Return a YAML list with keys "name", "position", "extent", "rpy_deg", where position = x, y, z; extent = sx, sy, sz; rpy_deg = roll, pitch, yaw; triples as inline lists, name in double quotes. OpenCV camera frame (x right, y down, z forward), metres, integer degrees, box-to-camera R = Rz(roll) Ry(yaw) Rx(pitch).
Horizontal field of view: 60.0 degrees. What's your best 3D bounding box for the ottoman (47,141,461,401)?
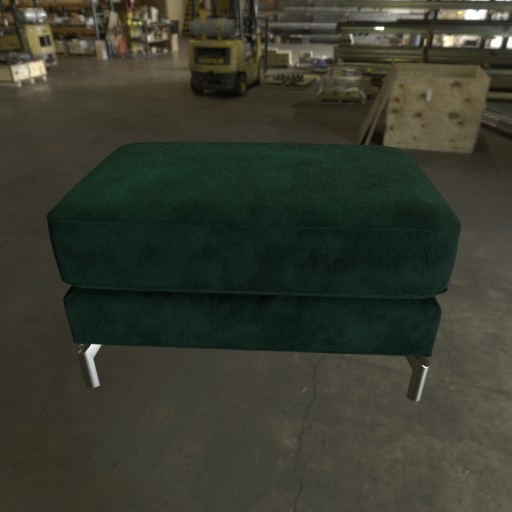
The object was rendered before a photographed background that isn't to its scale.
- name: "ottoman"
  position: [0.000, 0.000, 1.231]
  extent: [0.886, 0.533, 0.536]
  rpy_deg: [2, 30, 3]
